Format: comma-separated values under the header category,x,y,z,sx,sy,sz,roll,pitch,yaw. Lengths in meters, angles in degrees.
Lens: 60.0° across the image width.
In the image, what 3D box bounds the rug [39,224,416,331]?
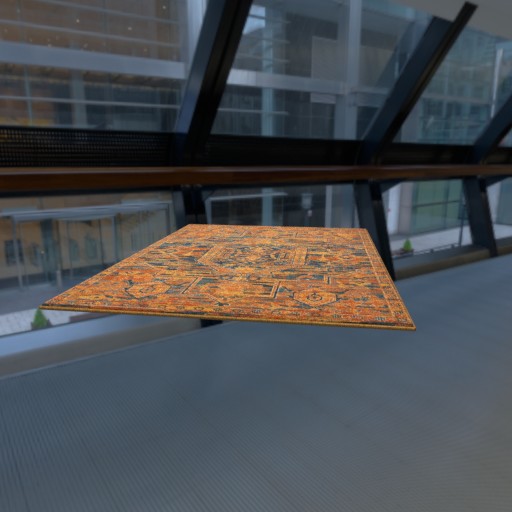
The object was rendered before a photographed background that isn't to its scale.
category,x,y,z,sx,sy,sz,roll,pitch,yaw
rug,0.000,0.000,2.876,1.588,0.024,2.204,2,14,9
